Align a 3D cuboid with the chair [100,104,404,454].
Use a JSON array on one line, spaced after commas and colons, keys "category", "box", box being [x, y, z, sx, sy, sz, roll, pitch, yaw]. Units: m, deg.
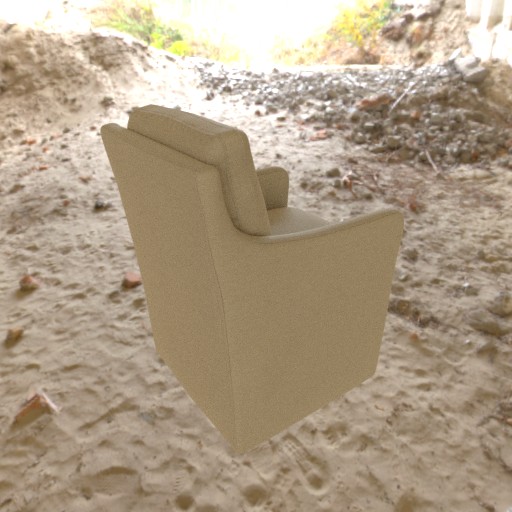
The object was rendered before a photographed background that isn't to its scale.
[{"category": "chair", "box": [0.000, 0.000, 1.414, 0.694, 0.914, 0.626, -18, 32, -31]}]
